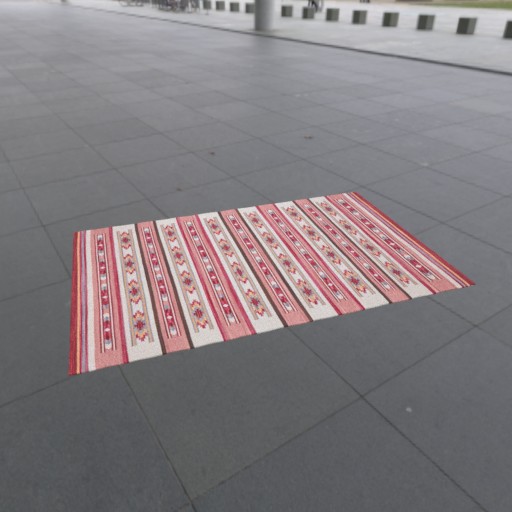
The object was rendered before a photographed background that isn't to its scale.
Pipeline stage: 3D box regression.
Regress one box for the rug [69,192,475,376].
[{"bbox_3d":[0.000,0.000,3.100,2.431,0.010,1.535,-10,33,-16],"label":"rug"}]
